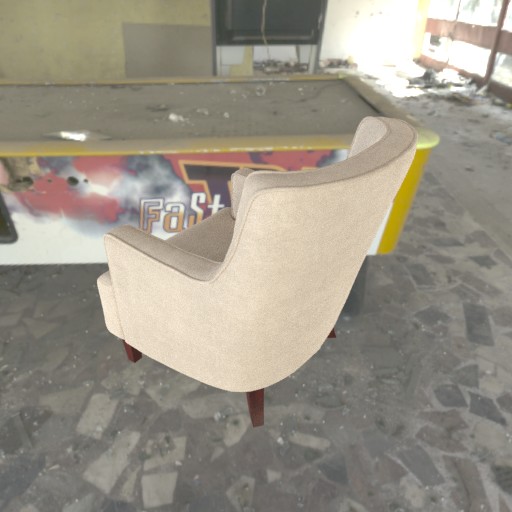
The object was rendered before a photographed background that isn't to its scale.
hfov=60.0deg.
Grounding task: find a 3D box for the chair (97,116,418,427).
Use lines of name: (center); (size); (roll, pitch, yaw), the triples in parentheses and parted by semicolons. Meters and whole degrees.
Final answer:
chair: (0.000, 0.000, 1.574); (0.910, 0.920, 0.781); (20, 36, 30)
